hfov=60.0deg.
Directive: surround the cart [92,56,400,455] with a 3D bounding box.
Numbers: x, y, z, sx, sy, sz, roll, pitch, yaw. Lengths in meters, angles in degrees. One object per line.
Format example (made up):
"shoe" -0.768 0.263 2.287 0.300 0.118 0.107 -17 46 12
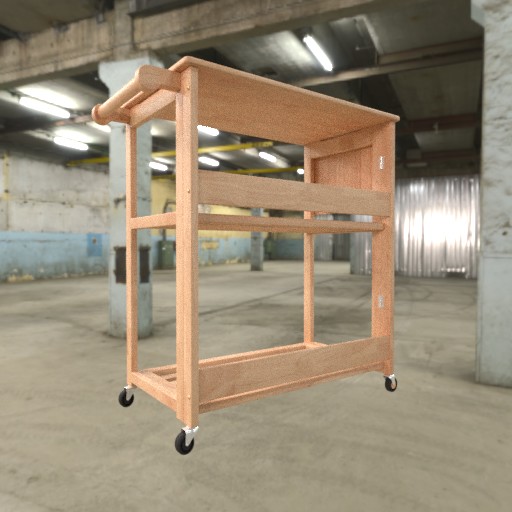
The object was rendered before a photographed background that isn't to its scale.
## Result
"cart" 0.000 0.000 1.337 0.853 0.879 0.432 -1 1 -36
